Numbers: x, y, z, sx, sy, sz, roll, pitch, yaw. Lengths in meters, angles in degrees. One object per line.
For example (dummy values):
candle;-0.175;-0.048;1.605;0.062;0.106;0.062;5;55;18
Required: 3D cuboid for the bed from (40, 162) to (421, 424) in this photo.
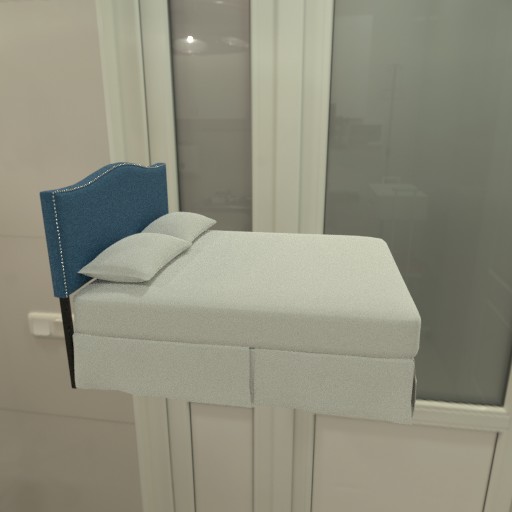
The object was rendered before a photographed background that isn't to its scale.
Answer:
bed;0.000;0.000;2.888;1.872;1.169;1.610;3;17;9
